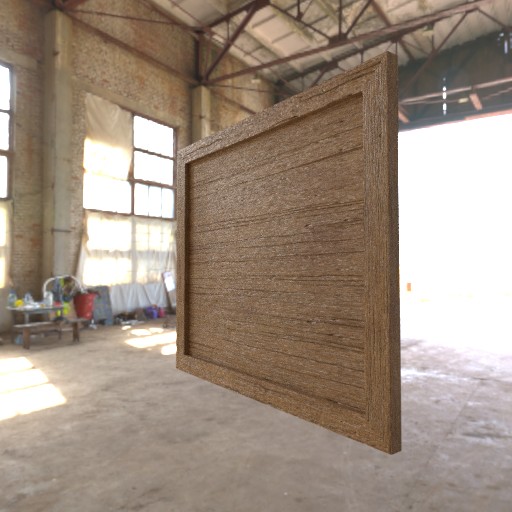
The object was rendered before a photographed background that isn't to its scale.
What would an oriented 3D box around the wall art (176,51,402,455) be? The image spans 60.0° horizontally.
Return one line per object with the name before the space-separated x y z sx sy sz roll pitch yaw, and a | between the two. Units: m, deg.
wall art | 0.000 0.000 0.929 0.026 0.588 0.690 1 -2 -36
